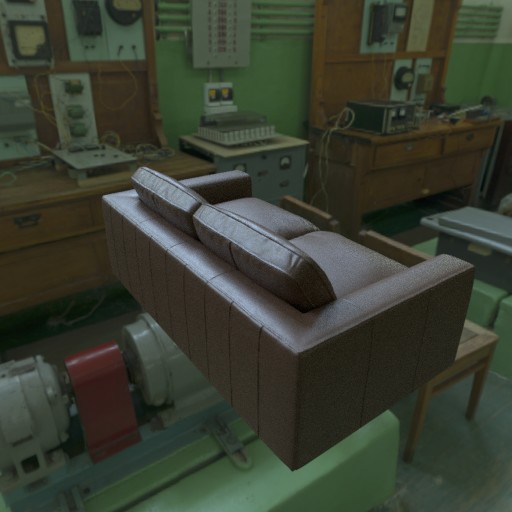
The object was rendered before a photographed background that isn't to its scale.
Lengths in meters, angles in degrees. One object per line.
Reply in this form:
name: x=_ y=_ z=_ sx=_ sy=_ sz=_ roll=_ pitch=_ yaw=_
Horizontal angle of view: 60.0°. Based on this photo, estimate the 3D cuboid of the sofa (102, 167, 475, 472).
sofa: x=0.000 y=0.000 z=2.433 sx=1.070 sy=0.800 sz=1.920 roll=-18 pitch=32 yaw=-31
